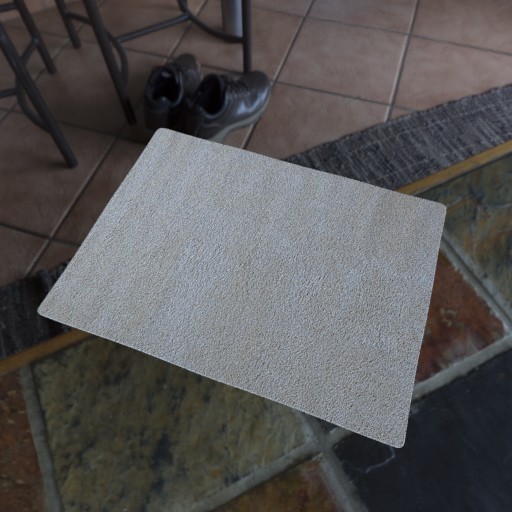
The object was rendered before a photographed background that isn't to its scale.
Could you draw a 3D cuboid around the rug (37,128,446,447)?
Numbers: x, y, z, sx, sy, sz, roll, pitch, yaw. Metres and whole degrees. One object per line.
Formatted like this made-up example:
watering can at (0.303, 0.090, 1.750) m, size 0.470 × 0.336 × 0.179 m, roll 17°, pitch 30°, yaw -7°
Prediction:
rug at (0.000, 0.000, 2.077) m, size 1.600 × 0.025 × 1.199 m, roll 17°, pitch 61°, yaw 10°
